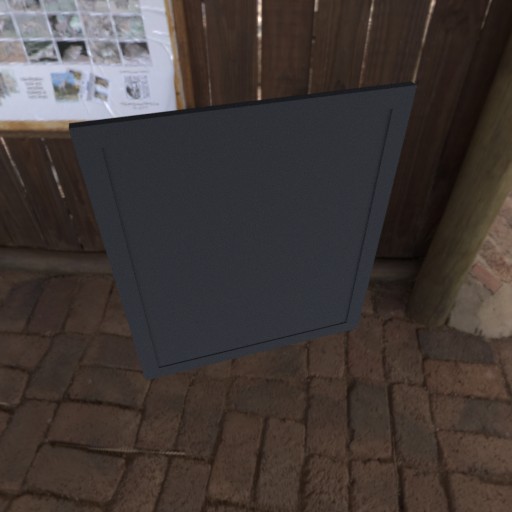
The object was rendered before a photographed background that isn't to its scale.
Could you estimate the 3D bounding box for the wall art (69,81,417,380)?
[{"bbox_3d":[0.000,0.000,0.507,0.311,0.361,0.010,-11,44,-12],"label":"wall art"}]
